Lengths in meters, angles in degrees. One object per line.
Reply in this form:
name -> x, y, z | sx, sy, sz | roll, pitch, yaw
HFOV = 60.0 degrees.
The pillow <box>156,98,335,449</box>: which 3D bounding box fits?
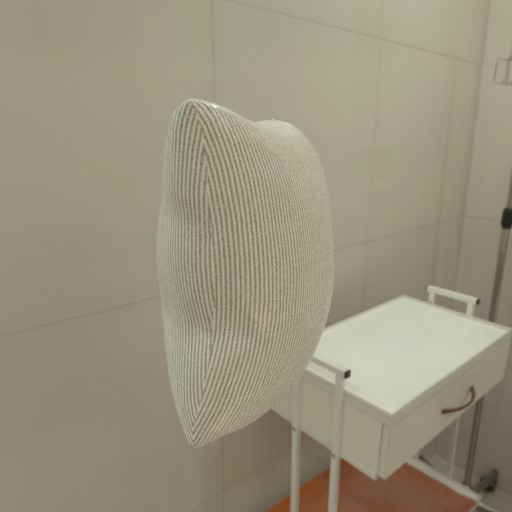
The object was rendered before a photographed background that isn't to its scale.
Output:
pillow -> 0.000, 0.000, 0.690 | 0.387, 0.432, 0.310 | -13, 20, -40
